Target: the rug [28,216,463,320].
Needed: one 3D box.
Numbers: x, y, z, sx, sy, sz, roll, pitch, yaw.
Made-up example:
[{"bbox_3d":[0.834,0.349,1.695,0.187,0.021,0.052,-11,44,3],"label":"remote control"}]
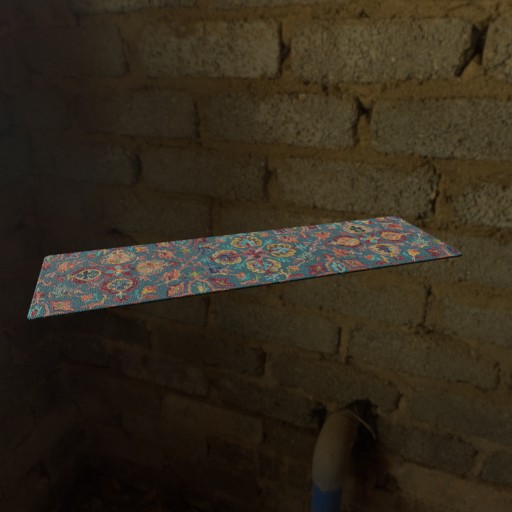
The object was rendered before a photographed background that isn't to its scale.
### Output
[{"bbox_3d":[0.000,0.000,2.518,2.286,0.013,0.686,-7,26,-16],"label":"rug"}]
